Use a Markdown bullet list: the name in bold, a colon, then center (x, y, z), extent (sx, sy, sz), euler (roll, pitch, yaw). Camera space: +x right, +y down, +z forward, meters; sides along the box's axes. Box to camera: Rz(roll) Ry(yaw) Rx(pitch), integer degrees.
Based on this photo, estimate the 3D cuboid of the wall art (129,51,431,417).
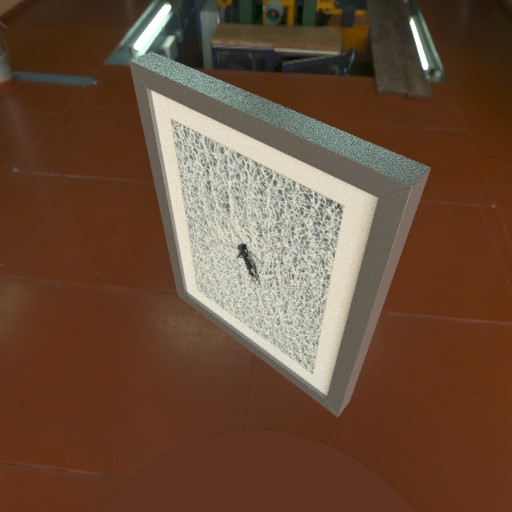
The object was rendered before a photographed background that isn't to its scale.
- **wall art**: center (0.000, 0.000, 0.518), extent (0.308, 0.379, 0.030), euler (32, 55, 26)
